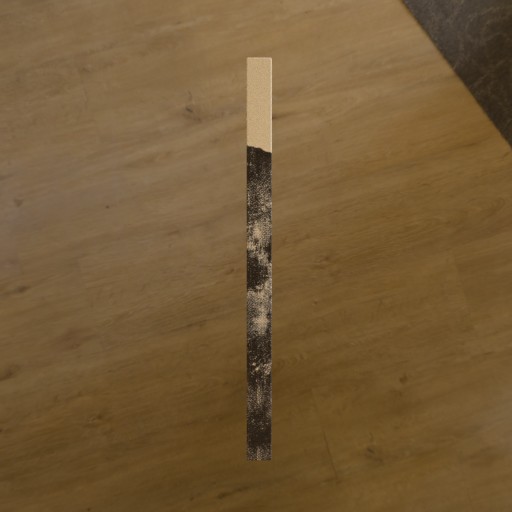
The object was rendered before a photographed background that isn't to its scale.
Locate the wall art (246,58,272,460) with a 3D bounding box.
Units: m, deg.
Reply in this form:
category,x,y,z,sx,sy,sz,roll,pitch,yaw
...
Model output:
category,x,y,z,sx,sy,sz,roll,pitch,yaw
wall art,0.000,0.000,1.127,0.041,0.915,0.610,0,91,0
